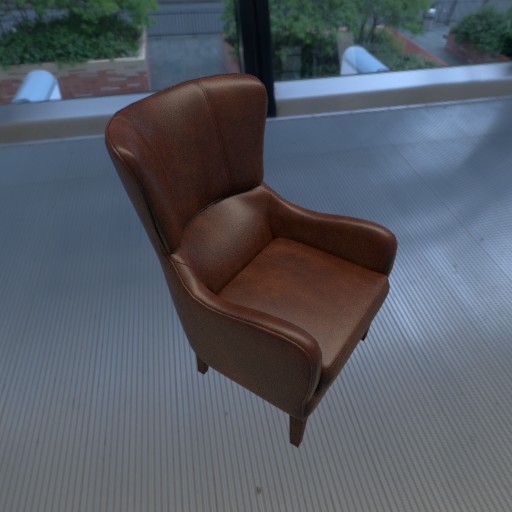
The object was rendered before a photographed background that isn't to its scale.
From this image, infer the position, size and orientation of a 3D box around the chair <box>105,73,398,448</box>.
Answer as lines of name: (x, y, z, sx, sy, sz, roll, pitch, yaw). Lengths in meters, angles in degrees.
chair: (0.000, 0.000, 1.653, 0.914, 1.048, 0.692, 24, 46, 25)
